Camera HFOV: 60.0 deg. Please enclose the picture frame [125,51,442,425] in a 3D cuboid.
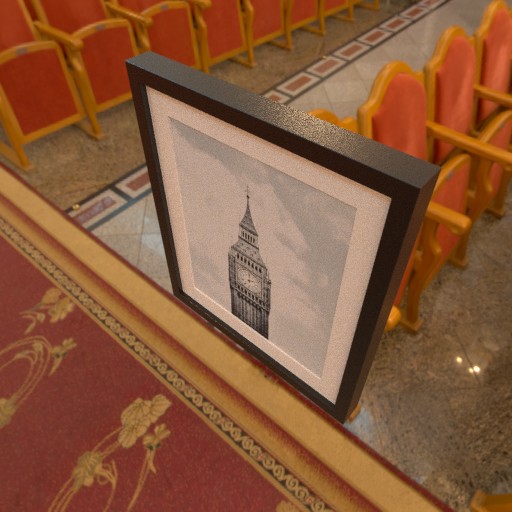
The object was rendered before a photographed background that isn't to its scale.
[{"bbox_3d":[0.000,0.000,0.522,0.328,0.378,0.034,32,54,27],"label":"picture frame"}]
